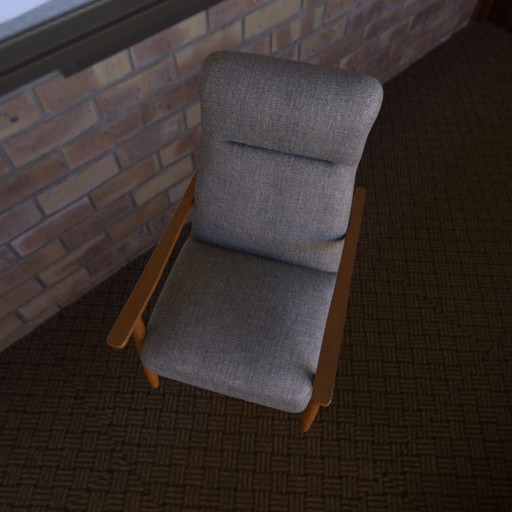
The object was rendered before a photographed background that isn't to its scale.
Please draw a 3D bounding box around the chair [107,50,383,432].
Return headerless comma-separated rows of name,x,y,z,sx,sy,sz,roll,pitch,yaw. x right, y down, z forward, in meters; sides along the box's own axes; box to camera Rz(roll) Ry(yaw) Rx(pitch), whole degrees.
chair,0.000,0.000,1.756,0.762,1.082,1.030,13,60,8
